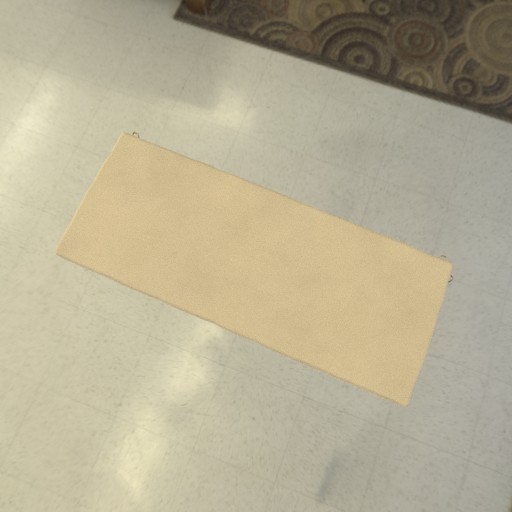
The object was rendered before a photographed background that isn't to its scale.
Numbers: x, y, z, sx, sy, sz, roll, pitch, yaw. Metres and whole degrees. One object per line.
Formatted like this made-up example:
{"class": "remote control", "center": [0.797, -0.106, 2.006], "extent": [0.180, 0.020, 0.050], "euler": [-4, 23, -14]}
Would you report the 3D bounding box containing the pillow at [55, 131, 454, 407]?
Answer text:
{"class": "pillow", "center": [0.000, 0.000, 1.380], "extent": [1.187, 0.081, 0.492], "euler": [23, 77, 6]}
